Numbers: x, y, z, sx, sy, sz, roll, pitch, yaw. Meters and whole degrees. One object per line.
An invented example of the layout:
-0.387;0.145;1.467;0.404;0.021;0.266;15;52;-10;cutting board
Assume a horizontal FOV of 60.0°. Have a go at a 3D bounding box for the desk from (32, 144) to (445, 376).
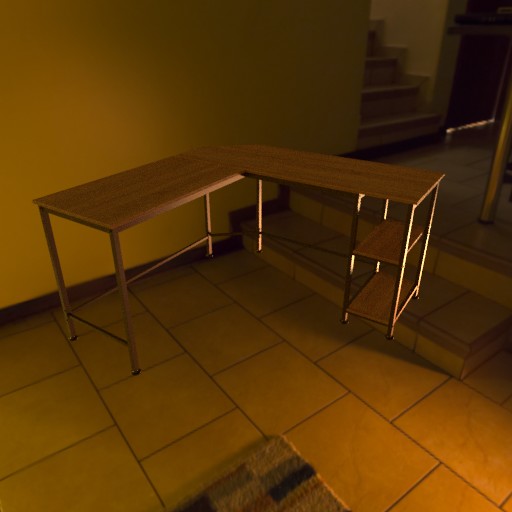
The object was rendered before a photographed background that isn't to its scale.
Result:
0.000;0.000;2.233;1.379;0.739;1.379;17;32;29;desk
